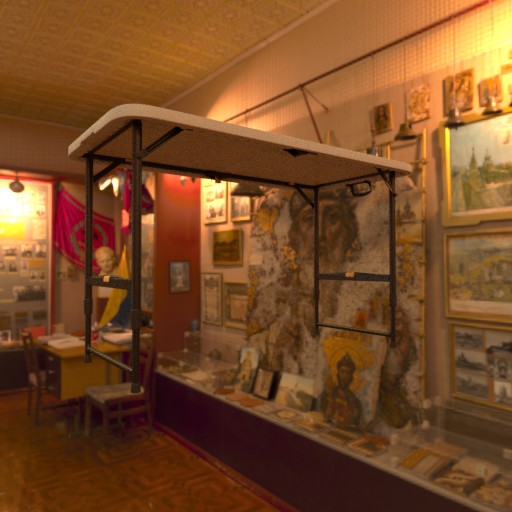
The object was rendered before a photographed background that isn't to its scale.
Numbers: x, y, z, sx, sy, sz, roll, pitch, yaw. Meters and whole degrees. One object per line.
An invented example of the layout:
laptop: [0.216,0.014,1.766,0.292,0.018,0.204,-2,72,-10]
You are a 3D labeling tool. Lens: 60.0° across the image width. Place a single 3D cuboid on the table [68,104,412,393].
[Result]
table: [0.000,0.000,1.676,1.245,0.737,0.611,1,-2,-36]
